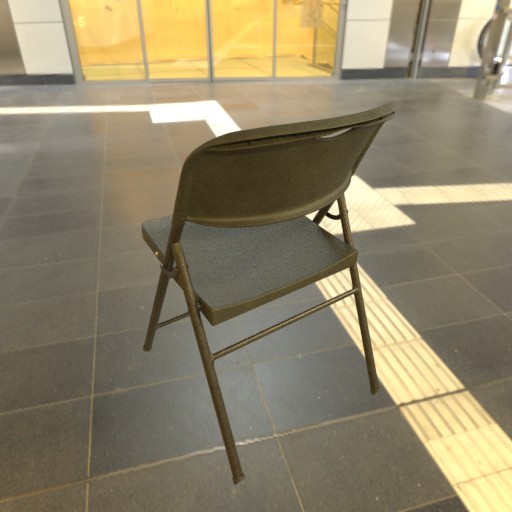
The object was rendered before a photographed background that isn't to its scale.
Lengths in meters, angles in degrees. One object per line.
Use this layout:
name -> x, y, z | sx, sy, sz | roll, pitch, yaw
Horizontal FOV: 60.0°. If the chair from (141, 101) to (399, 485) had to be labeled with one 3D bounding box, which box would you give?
chair -> 0.000, 0.000, 1.122 | 0.494, 0.810, 0.566 | -20, 37, -29
